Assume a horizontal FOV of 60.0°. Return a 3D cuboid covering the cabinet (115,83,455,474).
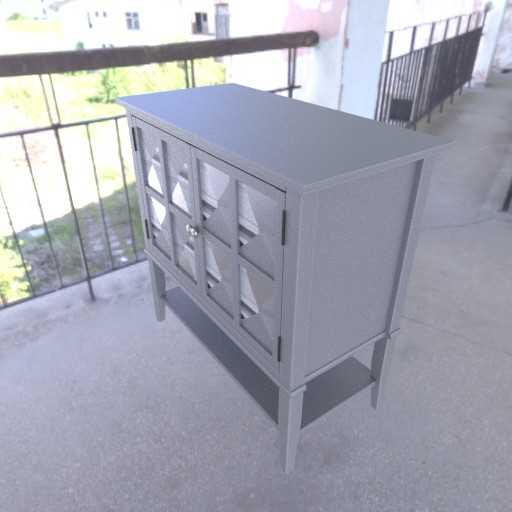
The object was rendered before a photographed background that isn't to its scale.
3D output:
[{"bbox_3d":[0.000,0.000,1.256,0.396,0.780,0.801,-20,36,-30],"label":"cabinet"}]
